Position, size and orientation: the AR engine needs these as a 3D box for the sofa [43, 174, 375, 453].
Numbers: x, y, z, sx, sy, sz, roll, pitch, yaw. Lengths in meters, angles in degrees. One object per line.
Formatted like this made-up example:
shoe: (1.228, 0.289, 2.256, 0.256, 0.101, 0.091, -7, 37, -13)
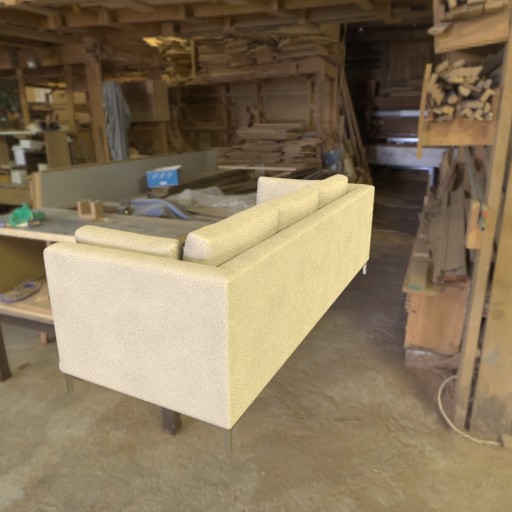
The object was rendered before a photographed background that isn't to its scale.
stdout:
sofa: (0.000, 0.000, 2.887, 0.969, 0.867, 2.415, 9, 20, 25)
